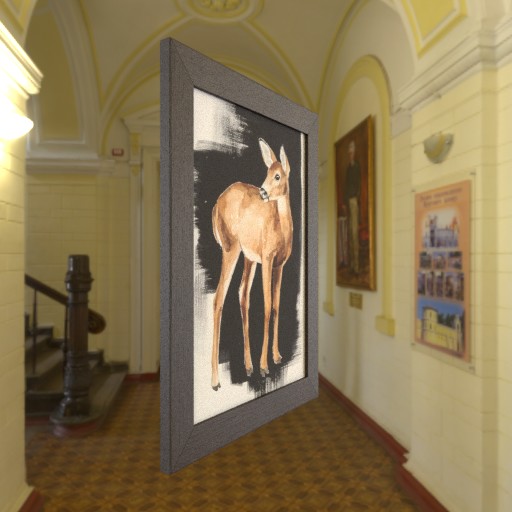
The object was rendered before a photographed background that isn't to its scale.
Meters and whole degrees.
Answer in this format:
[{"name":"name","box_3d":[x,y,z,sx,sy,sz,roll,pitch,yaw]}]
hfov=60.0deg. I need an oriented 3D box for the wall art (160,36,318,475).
[{"name":"wall art","box_3d":[0.000,0.000,0.667,0.017,0.513,0.359,0,0,37]}]
